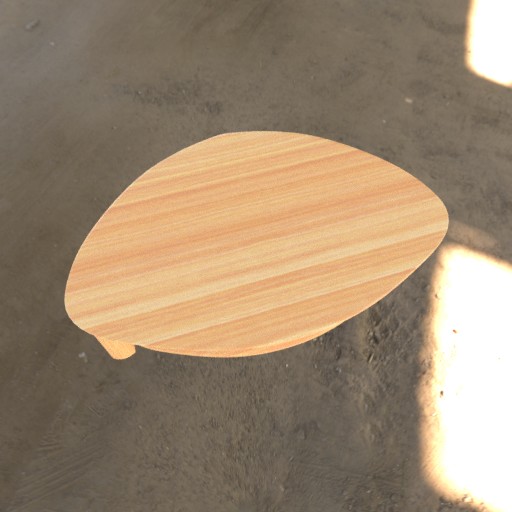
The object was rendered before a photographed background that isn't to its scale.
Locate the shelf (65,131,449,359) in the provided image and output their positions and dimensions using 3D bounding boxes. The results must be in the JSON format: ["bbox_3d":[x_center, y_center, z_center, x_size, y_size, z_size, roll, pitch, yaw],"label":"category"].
[{"bbox_3d":[0.000,0.000,1.639,1.246,0.440,0.845,-15,60,-9],"label":"shelf"}]
